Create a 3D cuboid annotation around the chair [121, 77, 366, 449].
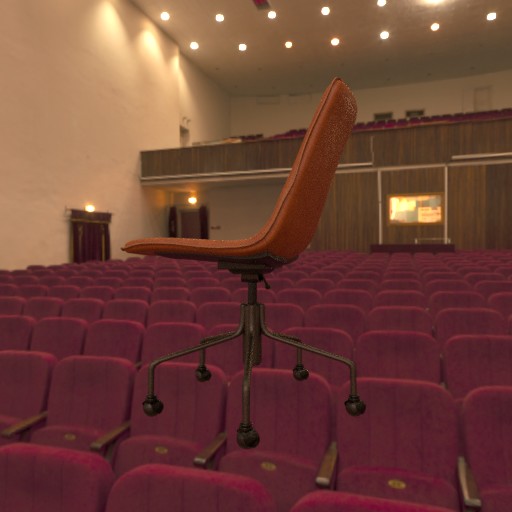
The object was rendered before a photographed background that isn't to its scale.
[{"bbox_3d":[0.000,0.000,1.367,0.660,0.920,0.651,0,0,18],"label":"chair"}]
